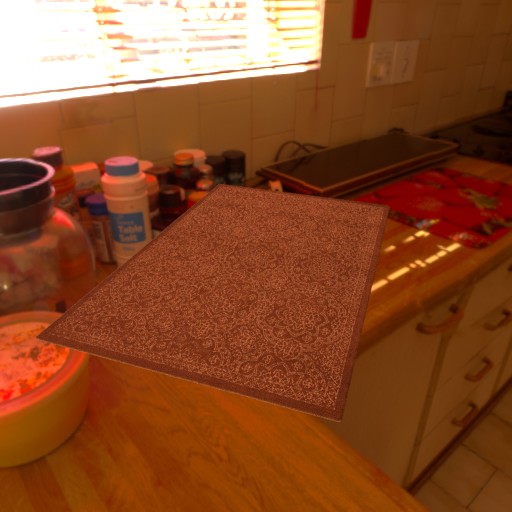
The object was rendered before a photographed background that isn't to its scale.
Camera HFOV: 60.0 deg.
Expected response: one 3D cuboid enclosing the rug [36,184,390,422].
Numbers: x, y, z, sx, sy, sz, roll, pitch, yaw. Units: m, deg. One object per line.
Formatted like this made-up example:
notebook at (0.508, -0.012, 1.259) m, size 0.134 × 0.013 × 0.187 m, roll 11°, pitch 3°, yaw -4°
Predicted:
rug at (0.000, 0.000, 2.331) m, size 1.219 × 0.010 × 1.829 m, roll 10°, pitch 31°, yaw 17°
